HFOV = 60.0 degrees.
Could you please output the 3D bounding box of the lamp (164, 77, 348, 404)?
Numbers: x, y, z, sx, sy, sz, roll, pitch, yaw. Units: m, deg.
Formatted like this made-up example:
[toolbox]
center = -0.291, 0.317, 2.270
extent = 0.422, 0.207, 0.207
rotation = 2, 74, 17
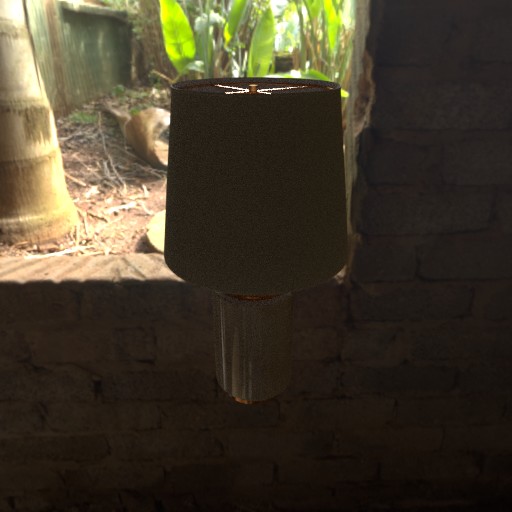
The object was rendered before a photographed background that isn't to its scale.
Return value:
[lamp]
center = 0.000, 0.000, 0.468
extent = 0.189, 0.340, 0.189
rotation = 0, 26, 0
